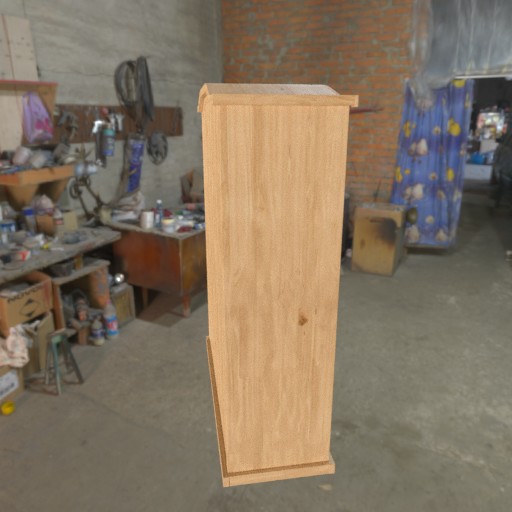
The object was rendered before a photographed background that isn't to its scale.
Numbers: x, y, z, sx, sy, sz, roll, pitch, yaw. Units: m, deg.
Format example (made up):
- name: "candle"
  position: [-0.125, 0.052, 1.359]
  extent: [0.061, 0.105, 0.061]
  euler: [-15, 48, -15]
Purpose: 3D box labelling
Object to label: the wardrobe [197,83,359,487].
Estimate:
- name: "wardrobe"
  position: [0.000, 0.000, 2.631]
  extent: [0.570, 1.870, 1.500]
  euler: [-3, 17, -9]
